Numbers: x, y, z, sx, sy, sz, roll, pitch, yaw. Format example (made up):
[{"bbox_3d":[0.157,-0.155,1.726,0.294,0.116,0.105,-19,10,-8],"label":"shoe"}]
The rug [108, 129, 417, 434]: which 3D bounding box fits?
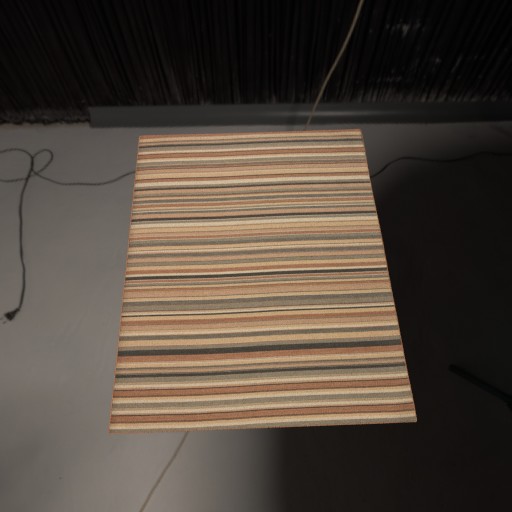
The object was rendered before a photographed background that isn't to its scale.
[{"bbox_3d":[0.000,0.000,4.177,2.436,0.011,3.045,-2,63,-1],"label":"rug"}]
